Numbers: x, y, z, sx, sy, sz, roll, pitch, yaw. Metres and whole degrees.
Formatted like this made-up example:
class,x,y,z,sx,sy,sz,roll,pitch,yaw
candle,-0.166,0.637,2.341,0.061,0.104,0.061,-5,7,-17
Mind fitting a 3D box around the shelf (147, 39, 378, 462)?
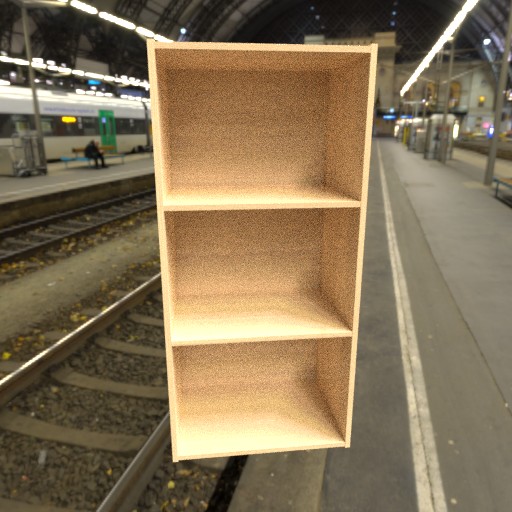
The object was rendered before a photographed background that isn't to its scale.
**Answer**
class,x,y,z,sx,sy,sz,roll,pitch,yaw
shelf,0.000,0.000,1.048,0.417,0.876,0.292,-2,16,-7
